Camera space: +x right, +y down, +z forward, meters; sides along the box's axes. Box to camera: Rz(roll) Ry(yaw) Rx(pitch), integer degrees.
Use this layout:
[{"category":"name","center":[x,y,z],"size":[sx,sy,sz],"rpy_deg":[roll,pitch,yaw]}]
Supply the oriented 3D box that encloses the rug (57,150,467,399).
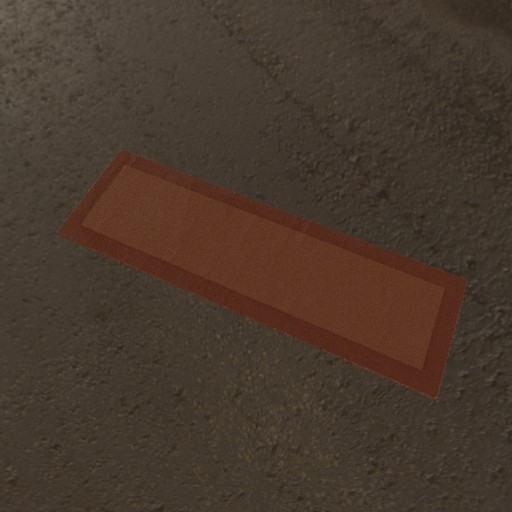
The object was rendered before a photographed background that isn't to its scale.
[{"category":"rug","center":[0.000,0.000,2.712],"size":[2.471,0.013,0.914],"rpy_deg":[19,64,10]}]
